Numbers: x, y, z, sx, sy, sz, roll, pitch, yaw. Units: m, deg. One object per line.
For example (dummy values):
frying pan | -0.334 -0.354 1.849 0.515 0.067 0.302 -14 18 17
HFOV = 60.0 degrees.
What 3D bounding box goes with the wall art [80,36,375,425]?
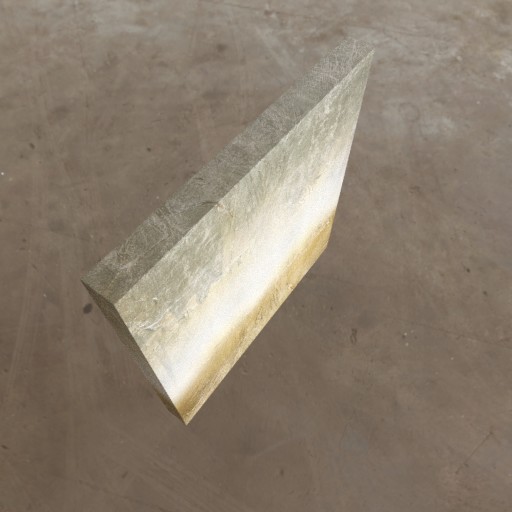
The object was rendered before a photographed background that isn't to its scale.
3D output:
wall art | 0.000 0.000 0.594 0.038 0.407 0.405 32 63 19
